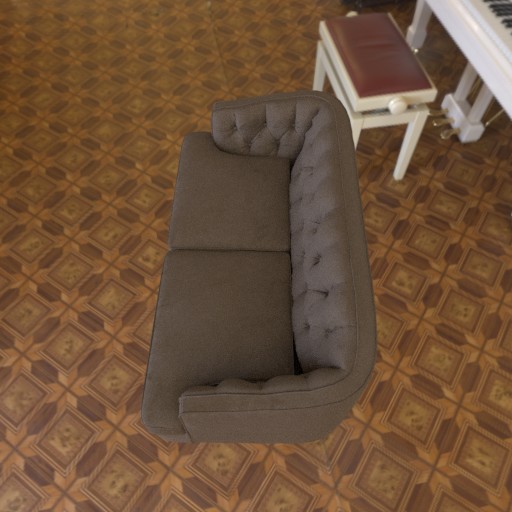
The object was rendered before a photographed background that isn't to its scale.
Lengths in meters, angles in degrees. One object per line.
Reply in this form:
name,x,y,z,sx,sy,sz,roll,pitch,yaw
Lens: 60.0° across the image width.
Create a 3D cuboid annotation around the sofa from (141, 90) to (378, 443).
sofa,0.000,0.000,2.278,0.941,0.855,1.733,1,58,1
